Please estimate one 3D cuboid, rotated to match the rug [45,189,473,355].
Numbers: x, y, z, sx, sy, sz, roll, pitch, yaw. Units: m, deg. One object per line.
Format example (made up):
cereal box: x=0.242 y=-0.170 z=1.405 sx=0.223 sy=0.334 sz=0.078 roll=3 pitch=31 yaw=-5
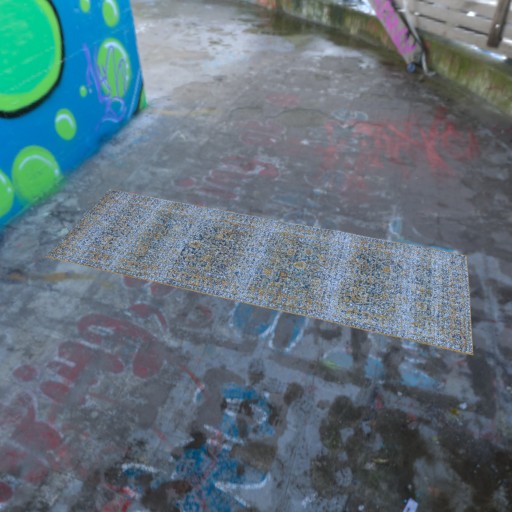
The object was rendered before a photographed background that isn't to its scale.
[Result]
rug: x=0.000 y=0.000 z=2.519 sx=2.294 sy=0.014 sz=0.704 roll=12 pitch=44 yaw=12
